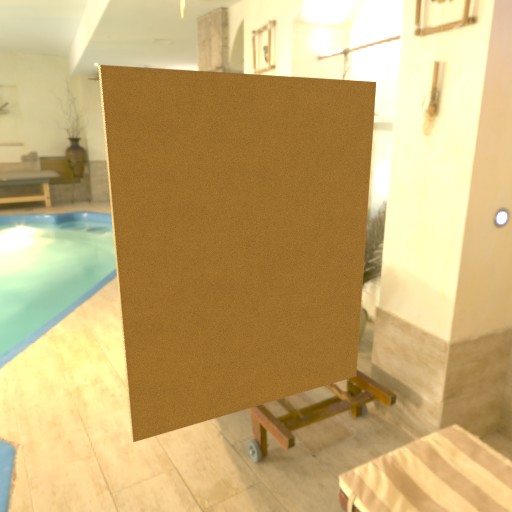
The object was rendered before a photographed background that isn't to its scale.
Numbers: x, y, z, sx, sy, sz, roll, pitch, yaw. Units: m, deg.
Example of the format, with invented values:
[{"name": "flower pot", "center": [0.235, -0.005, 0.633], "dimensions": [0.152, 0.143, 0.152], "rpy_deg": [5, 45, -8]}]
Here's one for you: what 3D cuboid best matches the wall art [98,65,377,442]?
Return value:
[{"name": "wall art", "center": [0.000, 0.000, 1.317], "dimensions": [0.798, 1.002, 0.030], "rpy_deg": [-8, 17, -25]}]
